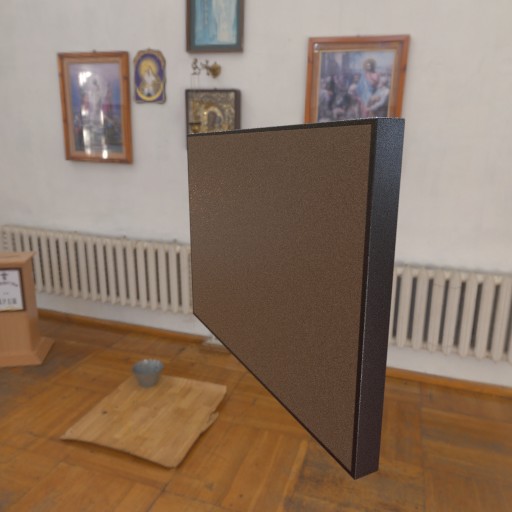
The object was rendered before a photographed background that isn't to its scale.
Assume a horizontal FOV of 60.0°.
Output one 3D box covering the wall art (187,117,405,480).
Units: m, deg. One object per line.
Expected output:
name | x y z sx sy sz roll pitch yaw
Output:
wall art | 0.000 0.000 1.162 0.058 0.640 0.939 -7 15 -25
